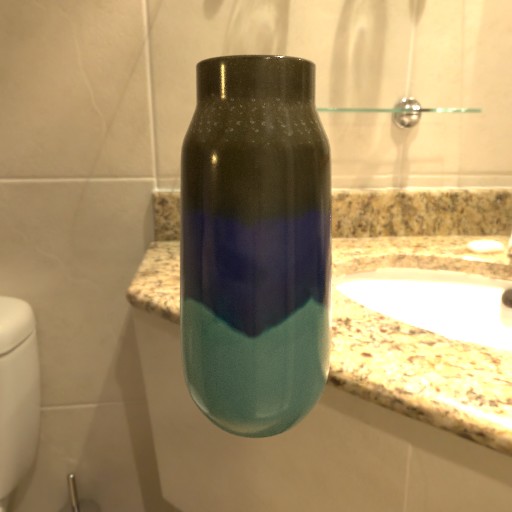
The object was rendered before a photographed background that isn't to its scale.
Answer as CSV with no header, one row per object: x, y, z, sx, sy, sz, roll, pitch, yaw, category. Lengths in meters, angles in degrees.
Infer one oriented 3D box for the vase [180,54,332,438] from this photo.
0.000,0.000,0.388,0.139,0.313,0.139,0,16,0,vase
